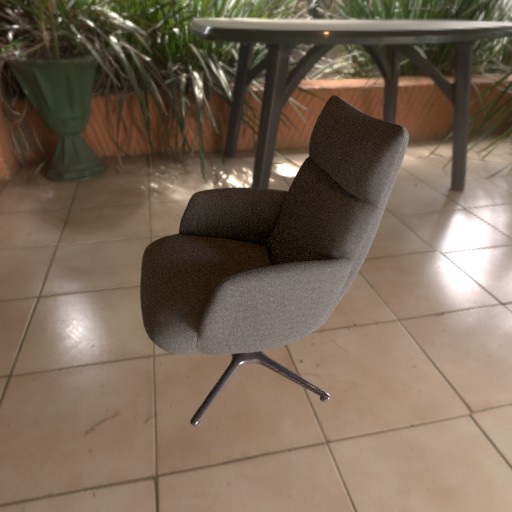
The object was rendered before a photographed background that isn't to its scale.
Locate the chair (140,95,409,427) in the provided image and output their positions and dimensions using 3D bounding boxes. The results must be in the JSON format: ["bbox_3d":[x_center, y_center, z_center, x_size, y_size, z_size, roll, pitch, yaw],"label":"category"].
[{"bbox_3d":[0.000,0.000,1.579,0.831,0.984,0.702,-7,31,-12],"label":"chair"}]
